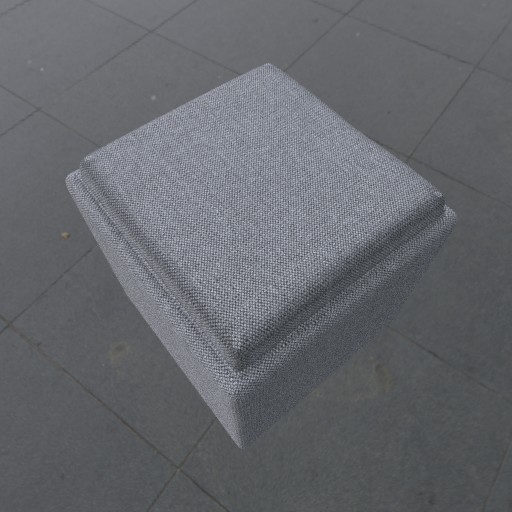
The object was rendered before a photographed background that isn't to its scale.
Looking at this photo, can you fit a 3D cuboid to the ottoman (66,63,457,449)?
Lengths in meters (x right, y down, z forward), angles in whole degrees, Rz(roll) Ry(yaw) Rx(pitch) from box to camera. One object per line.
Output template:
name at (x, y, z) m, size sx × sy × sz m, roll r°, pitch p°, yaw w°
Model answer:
ottoman at (0.000, 0.000, 0.836) m, size 0.436 × 0.487 × 0.454 m, roll -35°, pitch 65°, yaw -19°
